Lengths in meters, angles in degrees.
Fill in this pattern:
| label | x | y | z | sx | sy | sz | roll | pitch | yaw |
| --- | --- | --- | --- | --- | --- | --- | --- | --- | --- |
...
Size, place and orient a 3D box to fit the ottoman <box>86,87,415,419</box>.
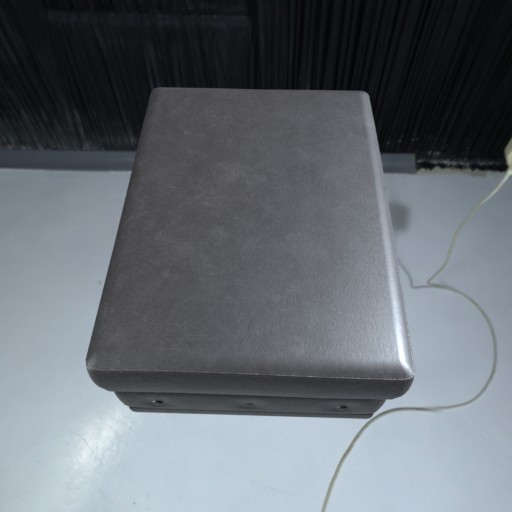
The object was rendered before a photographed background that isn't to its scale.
| label | x | y | z | sx | sy | sz | roll | pitch | yaw |
| --- | --- | --- | --- | --- | --- | --- | --- | --- | --- |
| ottoman | 0.000 | 0.000 | 1.155 | 0.590 | 0.498 | 0.795 | 1 | 57 | 1 |
